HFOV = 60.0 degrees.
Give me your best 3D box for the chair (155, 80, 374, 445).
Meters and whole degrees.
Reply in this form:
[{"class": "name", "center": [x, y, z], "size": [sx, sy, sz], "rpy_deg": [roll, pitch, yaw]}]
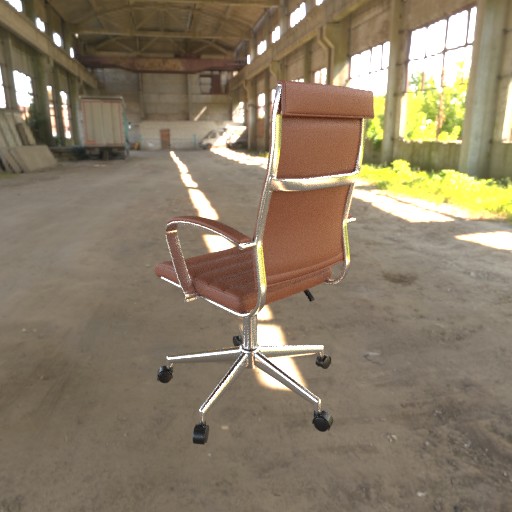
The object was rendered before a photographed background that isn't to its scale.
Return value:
[{"class": "chair", "center": [0.000, 0.000, 1.651], "size": [0.766, 1.149, 0.739], "rpy_deg": [-15, 22, -43]}]
